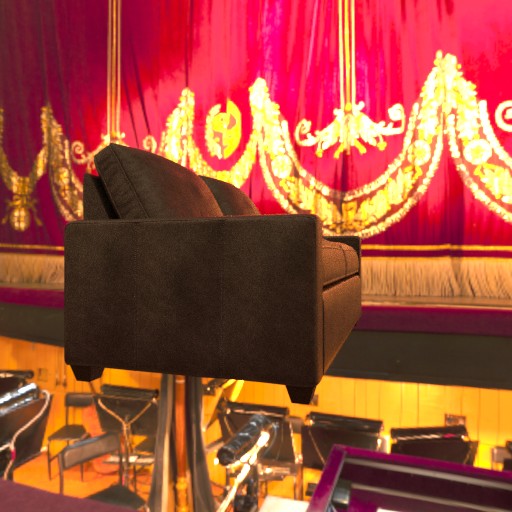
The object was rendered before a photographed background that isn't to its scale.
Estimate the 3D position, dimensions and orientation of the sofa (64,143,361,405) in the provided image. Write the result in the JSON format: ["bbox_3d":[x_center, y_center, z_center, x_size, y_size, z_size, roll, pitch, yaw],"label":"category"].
[{"bbox_3d":[0.000,0.000,2.282,0.939,0.916,1.732,0,0,18],"label":"sofa"}]
